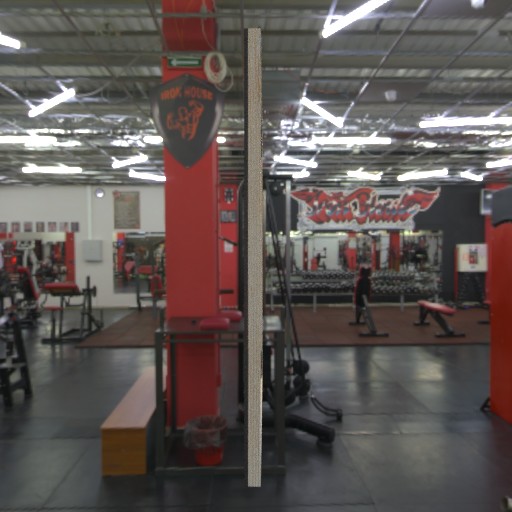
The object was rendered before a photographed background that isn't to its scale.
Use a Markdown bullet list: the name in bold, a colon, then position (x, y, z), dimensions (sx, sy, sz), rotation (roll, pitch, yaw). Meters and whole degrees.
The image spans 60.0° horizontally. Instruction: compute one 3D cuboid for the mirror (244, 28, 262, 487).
- **mirror**: position (0.000, 0.000, 1.218), dimensions (0.032, 0.882, 0.730), rotation (0, 1, 1)
